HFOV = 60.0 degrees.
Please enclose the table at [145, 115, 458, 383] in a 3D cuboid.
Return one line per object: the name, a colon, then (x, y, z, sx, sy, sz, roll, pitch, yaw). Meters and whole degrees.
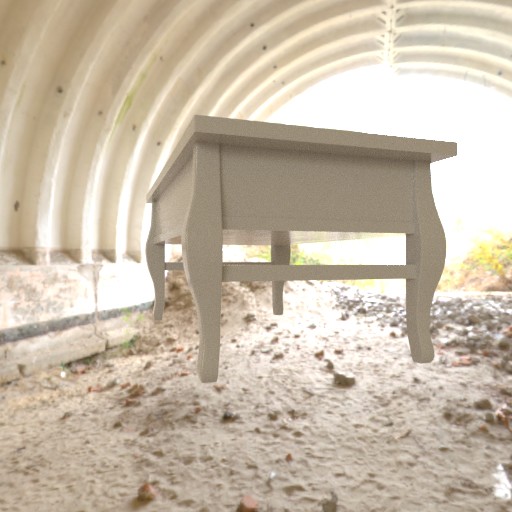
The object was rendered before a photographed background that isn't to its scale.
table: (0.000, 0.000, 1.384, 0.600, 0.495, 1.062, 0, 0, -18)
